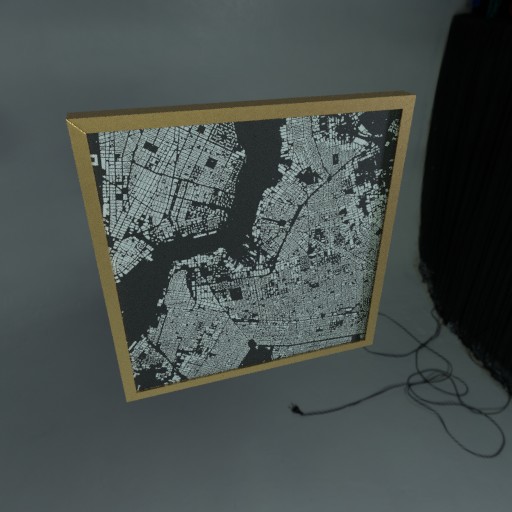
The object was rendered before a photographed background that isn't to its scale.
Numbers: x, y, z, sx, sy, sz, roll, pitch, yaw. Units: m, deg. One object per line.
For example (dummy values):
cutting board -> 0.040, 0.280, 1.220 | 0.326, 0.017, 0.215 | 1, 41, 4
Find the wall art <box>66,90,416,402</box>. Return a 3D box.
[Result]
wall art -> 0.000, 0.000, 1.928 | 1.284, 1.284, 0.095 | -9, 32, -15
